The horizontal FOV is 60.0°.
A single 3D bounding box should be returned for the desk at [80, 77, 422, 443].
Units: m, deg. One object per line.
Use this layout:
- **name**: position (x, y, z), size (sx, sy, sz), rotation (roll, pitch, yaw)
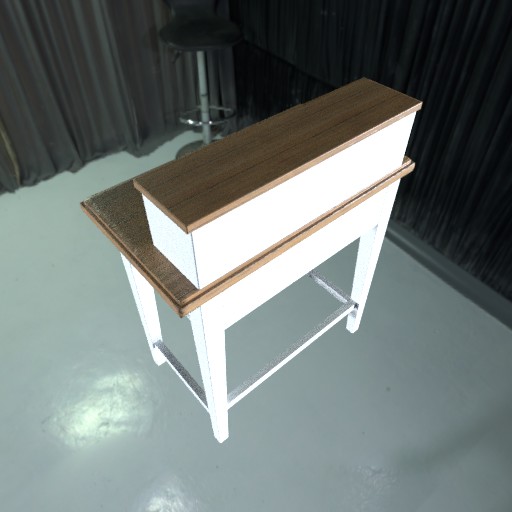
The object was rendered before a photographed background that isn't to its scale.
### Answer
- **desk**: position (0.000, 0.000, 1.422), size (0.814, 0.981, 0.462), rotation (-32, 54, -27)
